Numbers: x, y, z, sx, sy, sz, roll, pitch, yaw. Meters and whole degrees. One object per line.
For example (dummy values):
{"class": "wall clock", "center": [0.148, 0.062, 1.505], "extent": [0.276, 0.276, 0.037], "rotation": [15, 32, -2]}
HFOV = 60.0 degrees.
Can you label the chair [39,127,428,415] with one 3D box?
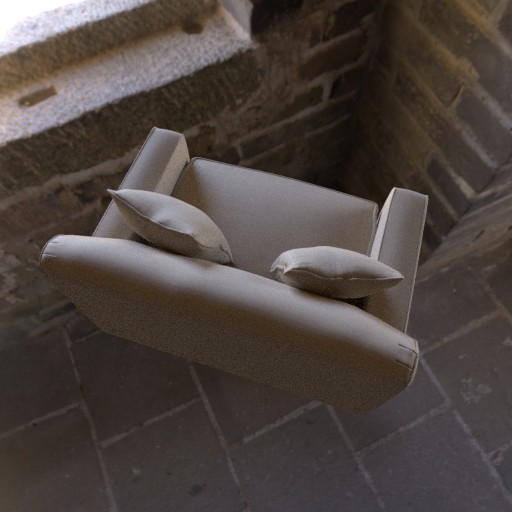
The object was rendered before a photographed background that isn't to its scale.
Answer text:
{"class": "chair", "center": [0.000, 0.000, 2.072], "extent": [1.383, 0.948, 1.000], "rotation": [16, 64, 8]}
